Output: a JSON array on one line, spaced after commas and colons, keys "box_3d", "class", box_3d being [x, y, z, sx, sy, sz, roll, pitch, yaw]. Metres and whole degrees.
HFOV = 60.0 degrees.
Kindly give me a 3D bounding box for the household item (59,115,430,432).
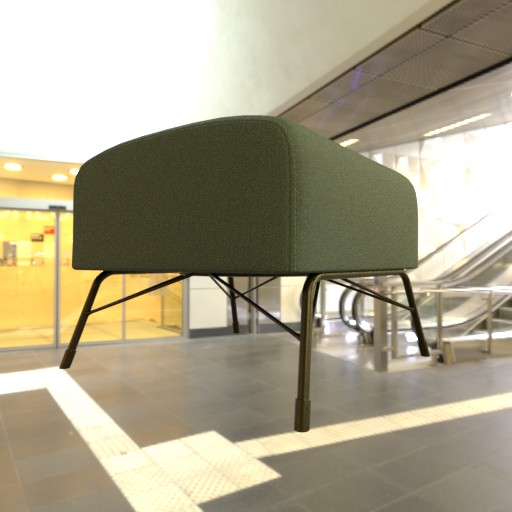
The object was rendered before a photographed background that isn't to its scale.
[{"box_3d": [0.000, 0.000, 0.884, 0.530, 0.420, 0.530, -1, -1, 36], "class": "household item"}]
